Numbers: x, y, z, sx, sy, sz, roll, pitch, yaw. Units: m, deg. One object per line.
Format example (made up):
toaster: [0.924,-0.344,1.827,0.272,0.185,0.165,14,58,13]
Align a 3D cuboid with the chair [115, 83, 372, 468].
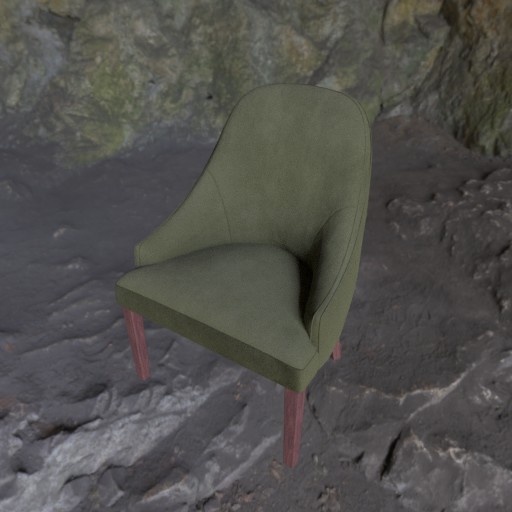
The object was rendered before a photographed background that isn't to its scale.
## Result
chair: [0.000,0.000,1.317,0.643,0.889,0.575,19,36,28]
